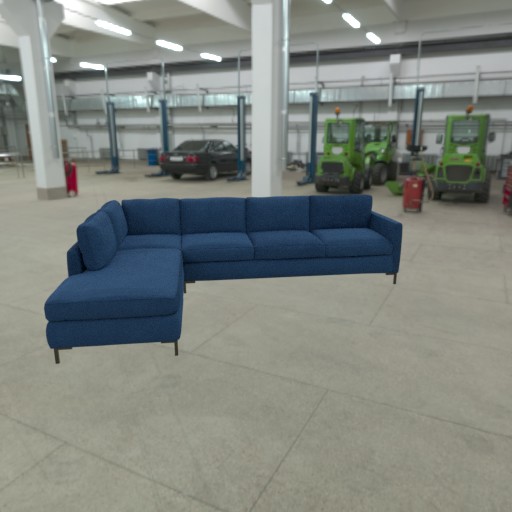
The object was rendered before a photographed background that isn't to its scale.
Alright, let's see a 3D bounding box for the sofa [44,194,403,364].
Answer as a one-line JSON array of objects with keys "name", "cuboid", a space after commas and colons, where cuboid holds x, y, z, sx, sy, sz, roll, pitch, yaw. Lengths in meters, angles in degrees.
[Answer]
[{"name": "sofa", "cuboid": [0.000, 0.000, 3.855, 2.949, 0.815, 2.007, -2, 15, -8]}]
